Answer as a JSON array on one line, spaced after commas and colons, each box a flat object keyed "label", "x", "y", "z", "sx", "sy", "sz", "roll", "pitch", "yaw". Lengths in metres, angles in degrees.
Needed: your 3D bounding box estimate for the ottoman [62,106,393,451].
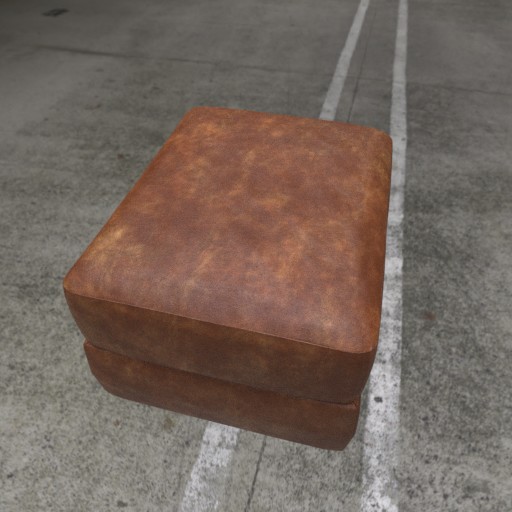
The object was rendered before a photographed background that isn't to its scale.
[{"label": "ottoman", "x": 0.000, "y": 0.000, "z": 1.133, "sx": 0.603, "sy": 0.476, "sz": 0.751, "roll": 10, "pitch": 47, "yaw": 10}]
